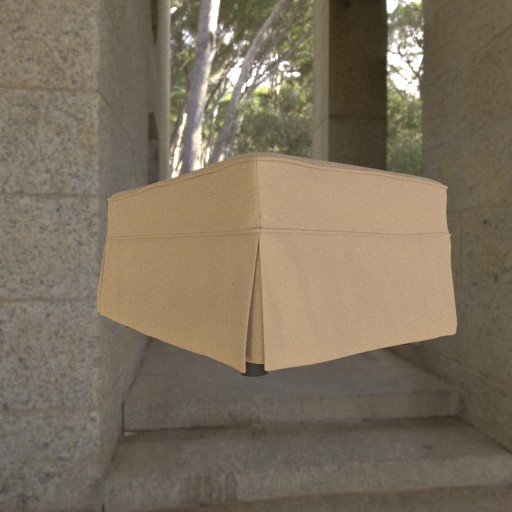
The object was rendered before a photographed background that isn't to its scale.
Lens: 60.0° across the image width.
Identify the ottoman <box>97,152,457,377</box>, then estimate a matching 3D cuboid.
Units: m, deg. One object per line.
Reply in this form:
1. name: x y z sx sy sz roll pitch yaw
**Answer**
1. ottoman: 0.000 0.000 1.360 0.721 0.482 0.959 -1 1 -36
